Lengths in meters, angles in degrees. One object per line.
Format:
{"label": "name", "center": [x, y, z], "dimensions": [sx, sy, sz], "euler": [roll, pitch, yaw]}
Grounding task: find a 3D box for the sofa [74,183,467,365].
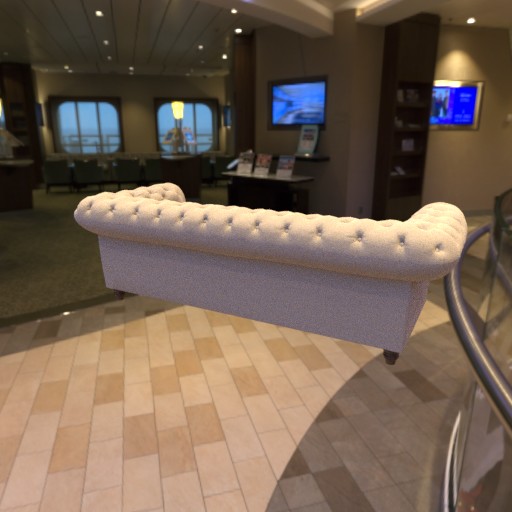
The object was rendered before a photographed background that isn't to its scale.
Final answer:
{"label": "sofa", "center": [0.000, 0.000, 3.204], "dimensions": [2.694, 0.847, 1.076], "euler": [8, 18, 27]}
